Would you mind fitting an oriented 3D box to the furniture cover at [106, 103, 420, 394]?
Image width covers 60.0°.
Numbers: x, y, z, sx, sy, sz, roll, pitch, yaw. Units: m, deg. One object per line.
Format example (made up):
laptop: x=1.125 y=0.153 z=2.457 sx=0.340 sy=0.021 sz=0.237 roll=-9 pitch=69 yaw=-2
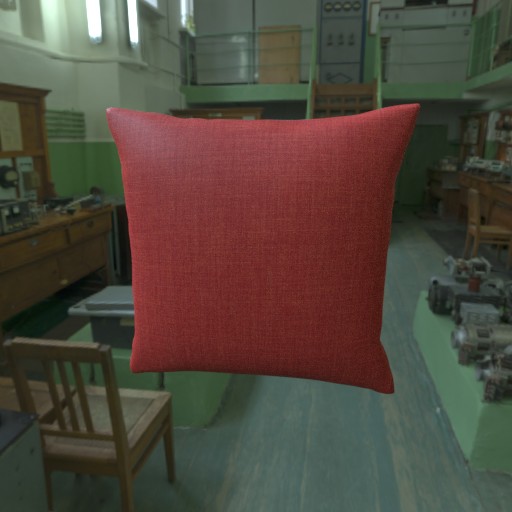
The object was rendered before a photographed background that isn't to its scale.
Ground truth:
furniture cover: x=0.000 y=0.000 z=0.786 sx=0.517 sy=0.508 sz=0.158 roll=2 pitch=16 yaw=8
